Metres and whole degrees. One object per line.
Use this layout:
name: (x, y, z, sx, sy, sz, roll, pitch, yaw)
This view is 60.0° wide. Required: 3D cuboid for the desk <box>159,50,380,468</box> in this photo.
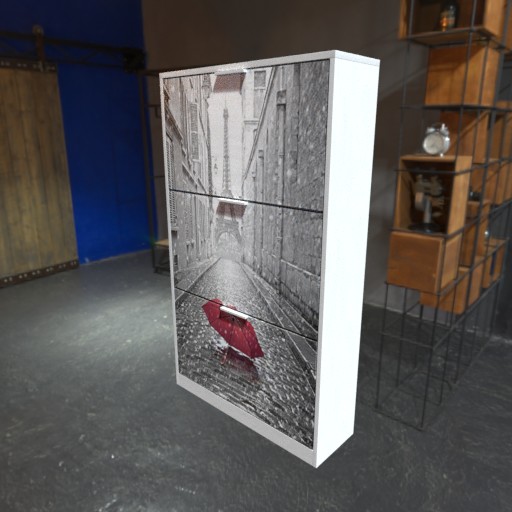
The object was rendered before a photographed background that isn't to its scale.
desk: (0.000, 0.000, 1.622, 0.750, 1.280, 0.250, 14, 21, 40)
